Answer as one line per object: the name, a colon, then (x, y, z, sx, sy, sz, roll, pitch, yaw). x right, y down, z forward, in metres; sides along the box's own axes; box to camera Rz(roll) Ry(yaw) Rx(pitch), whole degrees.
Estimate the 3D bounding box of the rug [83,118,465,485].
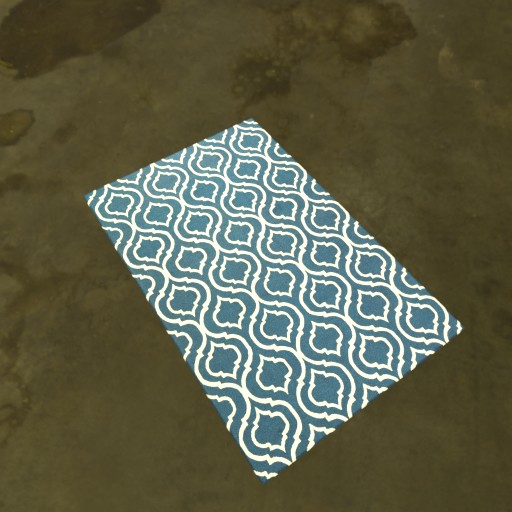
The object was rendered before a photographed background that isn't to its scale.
rug: (0.000, 0.000, 2.263, 1.143, 0.010, 1.753, -30, 62, -18)
